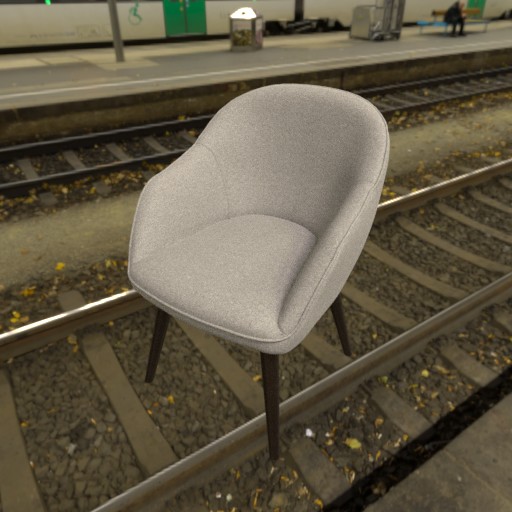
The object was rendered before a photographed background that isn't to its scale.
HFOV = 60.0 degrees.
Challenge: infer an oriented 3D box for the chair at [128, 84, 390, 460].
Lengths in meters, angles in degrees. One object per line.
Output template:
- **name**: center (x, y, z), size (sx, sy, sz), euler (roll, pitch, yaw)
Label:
- **chair**: center (0.000, 0.000, 1.233), size (0.589, 0.810, 0.611), euler (20, 36, 29)
